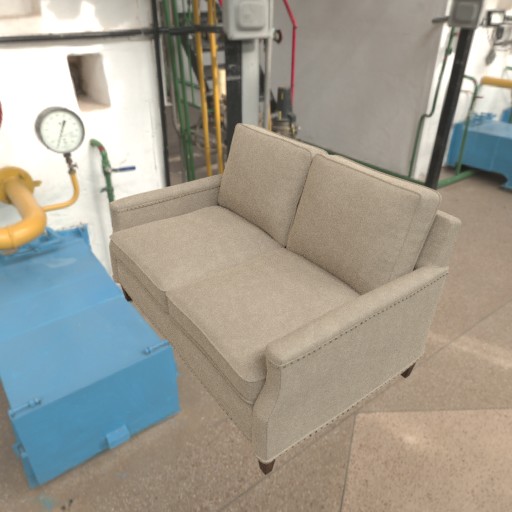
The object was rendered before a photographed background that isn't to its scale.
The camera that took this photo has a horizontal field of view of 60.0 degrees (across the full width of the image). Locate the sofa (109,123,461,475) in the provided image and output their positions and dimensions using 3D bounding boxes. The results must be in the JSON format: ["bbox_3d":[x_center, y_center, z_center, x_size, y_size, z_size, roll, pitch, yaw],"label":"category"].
[{"bbox_3d":[0.000,0.000,2.299,1.084,1.002,1.597,-21,37,-30],"label":"sofa"}]
